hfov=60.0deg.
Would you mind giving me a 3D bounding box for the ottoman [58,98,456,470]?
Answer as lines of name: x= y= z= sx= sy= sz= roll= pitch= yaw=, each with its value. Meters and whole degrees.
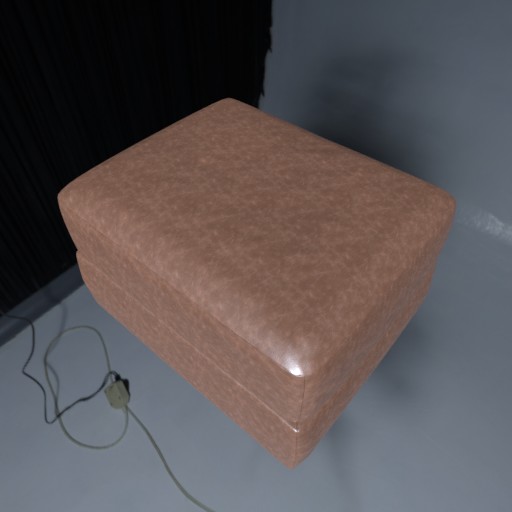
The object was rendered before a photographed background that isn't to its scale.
ottoman: x=0.000 y=0.000 z=1.118 sx=0.751 sy=0.476 sz=0.603 roll=32 pitch=55 yaw=26
